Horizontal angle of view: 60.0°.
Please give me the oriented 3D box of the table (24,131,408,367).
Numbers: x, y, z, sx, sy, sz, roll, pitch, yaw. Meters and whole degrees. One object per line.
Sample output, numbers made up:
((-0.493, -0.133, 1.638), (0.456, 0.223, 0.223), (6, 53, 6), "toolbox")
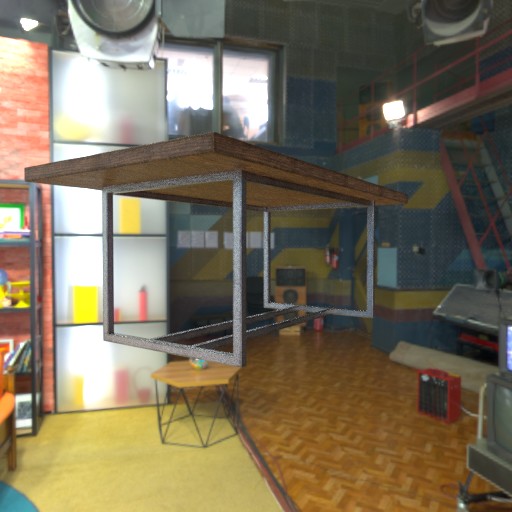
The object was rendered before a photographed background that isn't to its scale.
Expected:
((0.000, 0.000, 2.446), (1.078, 0.795, 1.989), (1, 2, 35), "table")
